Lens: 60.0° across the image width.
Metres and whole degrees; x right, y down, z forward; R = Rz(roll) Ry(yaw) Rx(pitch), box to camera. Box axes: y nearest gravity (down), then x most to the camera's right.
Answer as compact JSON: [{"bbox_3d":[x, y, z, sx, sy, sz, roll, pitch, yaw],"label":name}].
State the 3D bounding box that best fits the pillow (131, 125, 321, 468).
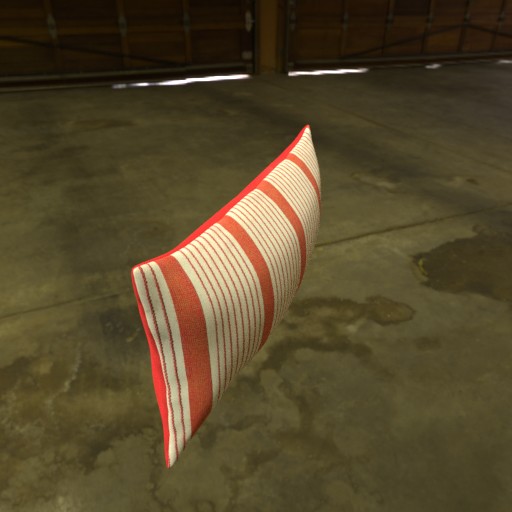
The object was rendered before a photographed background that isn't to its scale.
[{"bbox_3d":[0.000,0.000,0.729,0.151,0.297,0.608,11,32,18],"label":"pillow"}]
